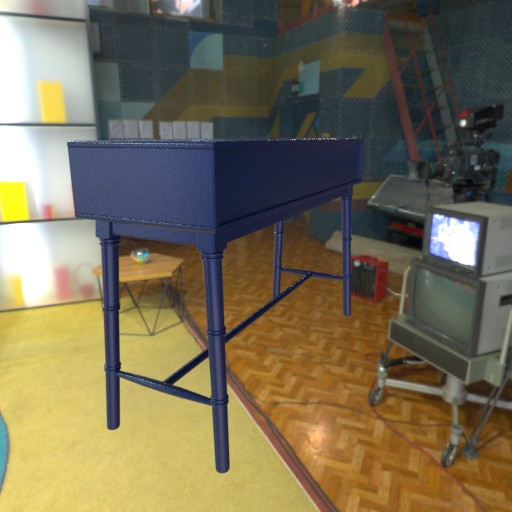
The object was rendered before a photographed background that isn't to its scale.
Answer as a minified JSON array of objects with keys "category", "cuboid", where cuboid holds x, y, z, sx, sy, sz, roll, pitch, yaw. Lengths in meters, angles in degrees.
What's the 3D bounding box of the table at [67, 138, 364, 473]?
[{"category":"table","cuboid":[0.000,0.000,1.470,0.399,0.749,1.118,8,17,26]}]
